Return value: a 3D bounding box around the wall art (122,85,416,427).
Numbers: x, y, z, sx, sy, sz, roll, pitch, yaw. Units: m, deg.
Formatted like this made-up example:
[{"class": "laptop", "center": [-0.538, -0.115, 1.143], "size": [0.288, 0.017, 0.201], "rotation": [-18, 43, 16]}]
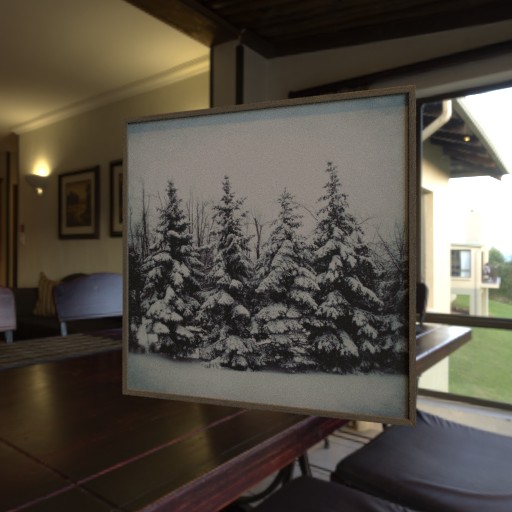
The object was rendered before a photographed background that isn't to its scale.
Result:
[{"class": "wall art", "center": [0.000, 0.000, 1.118], "size": [0.758, 0.758, 0.039], "rotation": [0, 0, 18]}]
